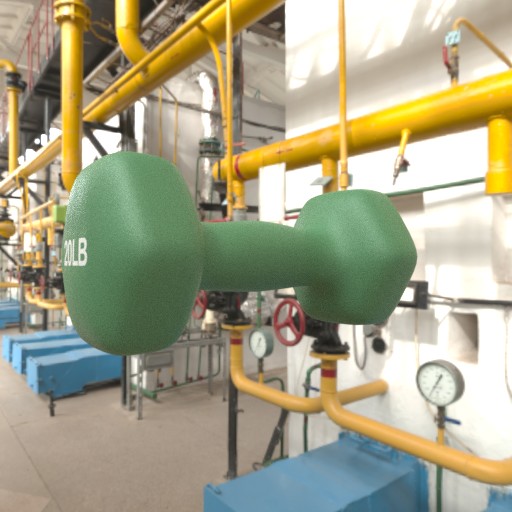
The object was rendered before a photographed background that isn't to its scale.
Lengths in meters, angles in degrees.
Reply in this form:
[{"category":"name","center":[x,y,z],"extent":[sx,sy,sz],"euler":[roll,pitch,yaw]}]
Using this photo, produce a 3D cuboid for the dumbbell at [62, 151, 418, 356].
[{"category":"dumbbell","center":[0.000,0.000,0.325],"extent":[0.257,0.114,0.126],"euler":[1,-1,-37]}]
